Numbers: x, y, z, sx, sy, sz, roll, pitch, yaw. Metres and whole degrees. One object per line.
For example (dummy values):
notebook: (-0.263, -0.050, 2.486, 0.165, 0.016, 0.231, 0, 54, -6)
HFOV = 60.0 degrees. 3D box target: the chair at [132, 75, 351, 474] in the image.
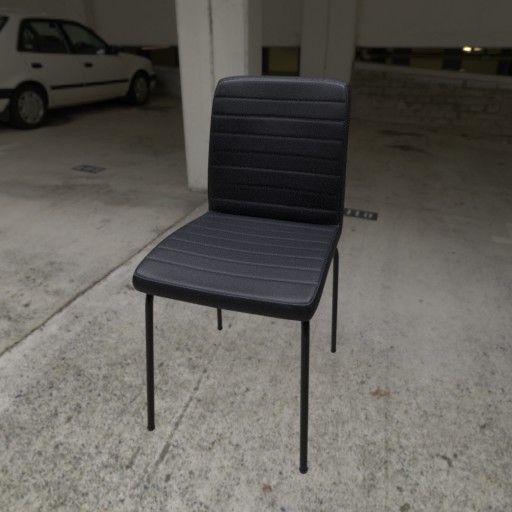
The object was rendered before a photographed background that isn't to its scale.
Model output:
chair: (0.000, 0.000, 1.206, 0.450, 0.872, 0.572, 8, 27, 16)
